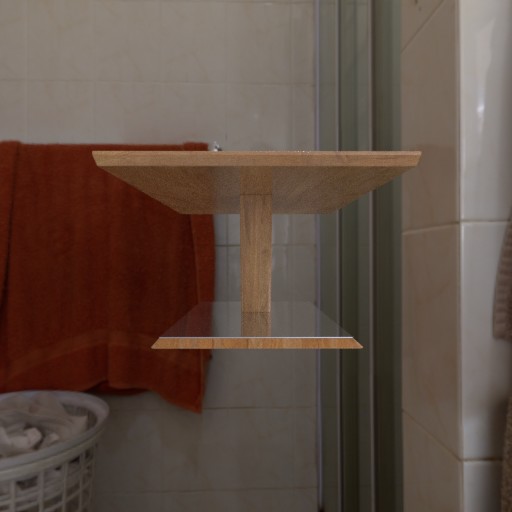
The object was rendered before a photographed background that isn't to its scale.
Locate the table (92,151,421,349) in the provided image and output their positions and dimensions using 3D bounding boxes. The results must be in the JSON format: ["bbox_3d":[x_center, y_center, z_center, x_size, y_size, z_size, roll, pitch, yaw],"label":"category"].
[{"bbox_3d":[0.000,0.000,1.480,0.692,0.441,1.100,0,0,0],"label":"table"}]
